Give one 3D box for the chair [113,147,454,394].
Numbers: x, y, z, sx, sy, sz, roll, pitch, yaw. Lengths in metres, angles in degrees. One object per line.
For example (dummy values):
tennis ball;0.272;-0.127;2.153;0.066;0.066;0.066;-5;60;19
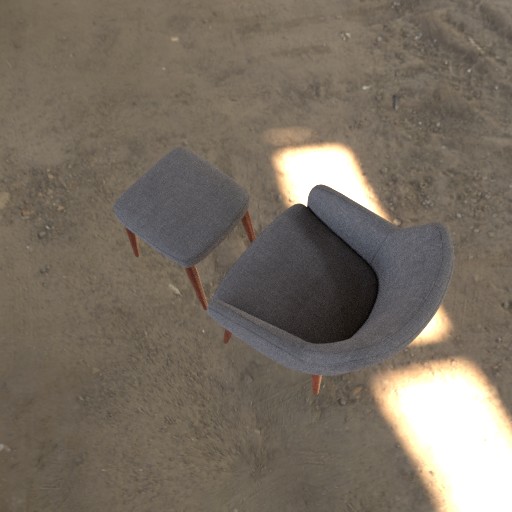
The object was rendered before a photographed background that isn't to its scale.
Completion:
chair;0.000;0.000;1.558;1.107;0.799;0.584;35;69;16
